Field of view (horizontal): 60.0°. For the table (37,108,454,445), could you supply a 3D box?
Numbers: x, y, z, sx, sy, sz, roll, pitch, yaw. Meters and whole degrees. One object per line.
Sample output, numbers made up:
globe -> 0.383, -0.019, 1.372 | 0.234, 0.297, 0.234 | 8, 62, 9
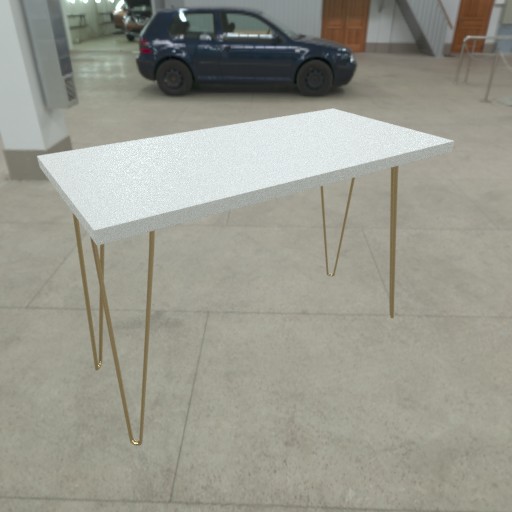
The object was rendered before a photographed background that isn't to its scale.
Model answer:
table -> 0.000, 0.000, 1.335 | 0.991, 0.660, 0.498 | -18, 35, -29
